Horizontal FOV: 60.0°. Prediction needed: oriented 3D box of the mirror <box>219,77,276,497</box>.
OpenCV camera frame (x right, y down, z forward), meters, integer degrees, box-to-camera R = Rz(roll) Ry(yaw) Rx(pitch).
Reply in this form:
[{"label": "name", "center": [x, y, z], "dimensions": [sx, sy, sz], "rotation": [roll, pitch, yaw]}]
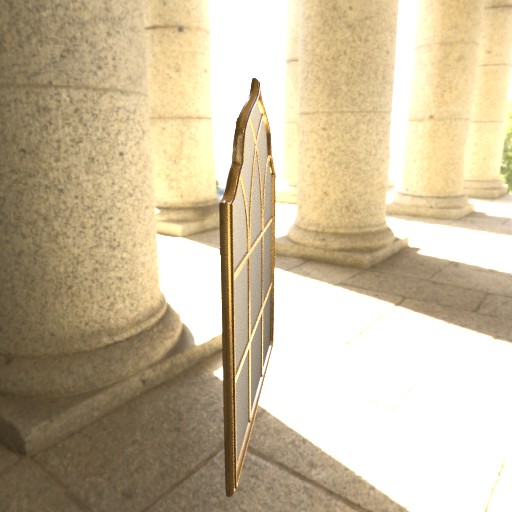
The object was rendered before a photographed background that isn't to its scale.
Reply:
[{"label": "mirror", "center": [0.000, 0.000, 0.845], "dimensions": [0.018, 0.635, 0.513], "rotation": [2, 16, 9]}]
